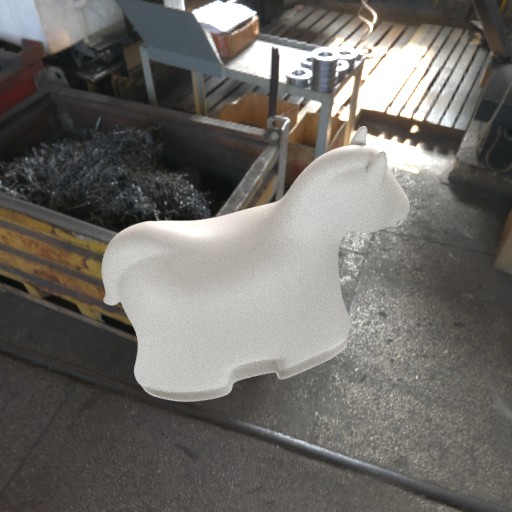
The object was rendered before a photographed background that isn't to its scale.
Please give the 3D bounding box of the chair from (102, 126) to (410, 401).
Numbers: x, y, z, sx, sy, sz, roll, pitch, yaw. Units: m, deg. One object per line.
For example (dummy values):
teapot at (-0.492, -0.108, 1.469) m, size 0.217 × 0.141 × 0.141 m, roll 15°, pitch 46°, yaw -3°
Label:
chair at (0.000, 0.000, 1.151) m, size 0.800 × 0.612 × 0.429 m, roll -11°, pitch 48°, yaw -10°
